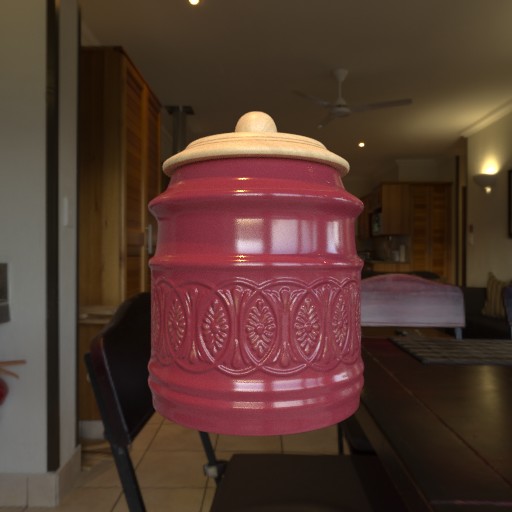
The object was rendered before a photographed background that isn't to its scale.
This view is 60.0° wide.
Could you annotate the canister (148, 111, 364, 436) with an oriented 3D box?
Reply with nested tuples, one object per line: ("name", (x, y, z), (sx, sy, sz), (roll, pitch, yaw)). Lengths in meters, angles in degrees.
("canister", (0.000, 0.000, 0.273), (0.130, 0.176, 0.130), (0, 0, 0))
